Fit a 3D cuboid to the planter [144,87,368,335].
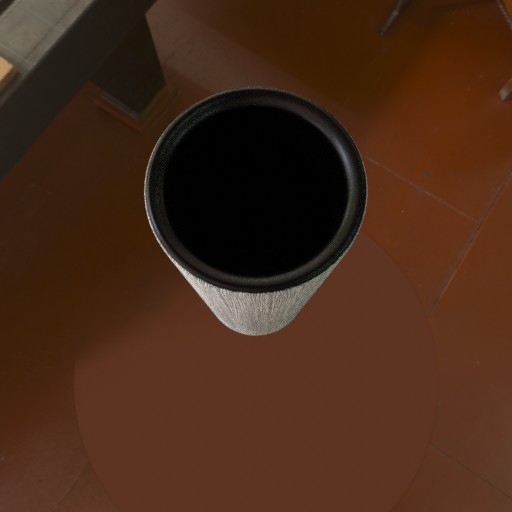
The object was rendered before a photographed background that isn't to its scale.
[{"bbox_3d":[0.000,0.000,0.327,0.100,0.270,0.100,-21,77,-5],"label":"planter"}]
